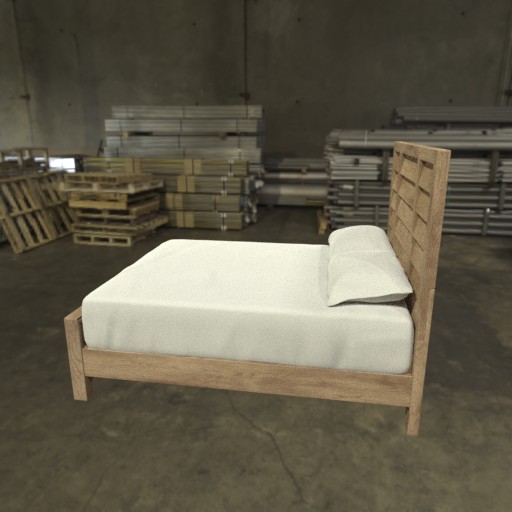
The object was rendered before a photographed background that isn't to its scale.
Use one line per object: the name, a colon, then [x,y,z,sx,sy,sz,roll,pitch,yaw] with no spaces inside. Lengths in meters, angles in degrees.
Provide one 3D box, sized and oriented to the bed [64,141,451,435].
bed: [0.000,0.000,3.313,2.197,1.626,1.626,3,16,9]
